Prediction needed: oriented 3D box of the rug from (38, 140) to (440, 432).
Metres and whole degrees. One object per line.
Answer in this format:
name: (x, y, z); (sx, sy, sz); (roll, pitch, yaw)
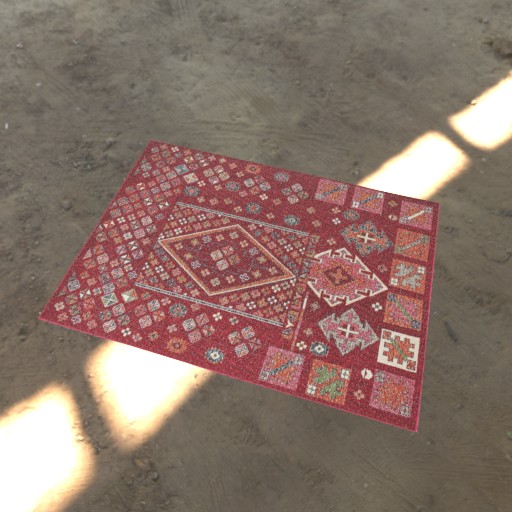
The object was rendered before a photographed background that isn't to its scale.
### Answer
rug: (0.000, 0.000, 4.284); (3.306, 0.011, 2.389); (14, 58, 9)
